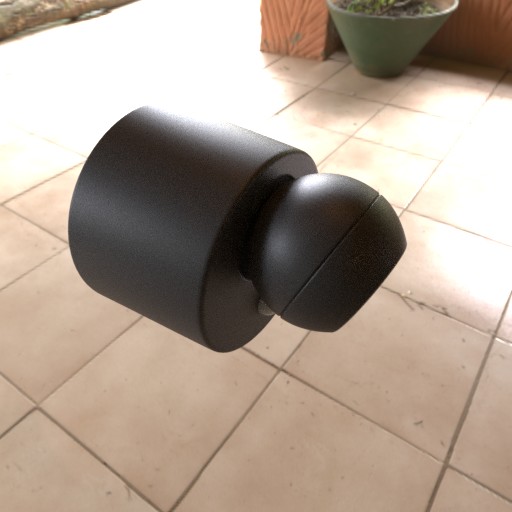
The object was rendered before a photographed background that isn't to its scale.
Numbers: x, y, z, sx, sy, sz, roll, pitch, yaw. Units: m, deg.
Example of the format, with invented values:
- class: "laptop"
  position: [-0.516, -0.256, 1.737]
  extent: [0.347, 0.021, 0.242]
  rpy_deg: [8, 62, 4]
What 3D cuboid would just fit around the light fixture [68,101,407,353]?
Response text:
- class: "light fixture"
  position: [0.000, 0.000, 0.262]
  extent: [0.160, 0.143, 0.134]
  rpy_deg: [24, 47, 25]
